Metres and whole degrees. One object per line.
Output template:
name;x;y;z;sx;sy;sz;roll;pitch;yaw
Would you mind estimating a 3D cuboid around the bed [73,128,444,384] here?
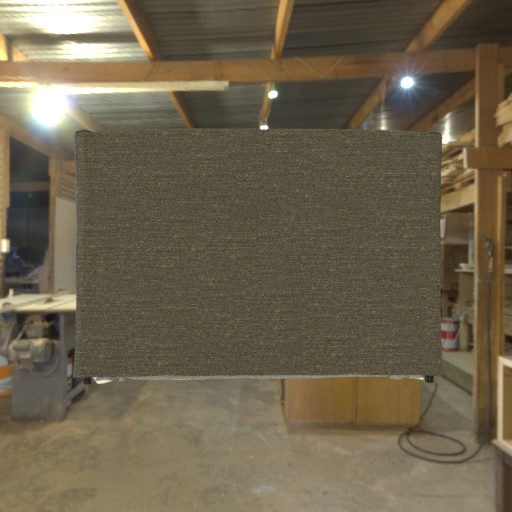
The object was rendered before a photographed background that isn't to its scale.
bed;0.000;0.000;3.403;1.925;1.332;2.276;0;0;-1
